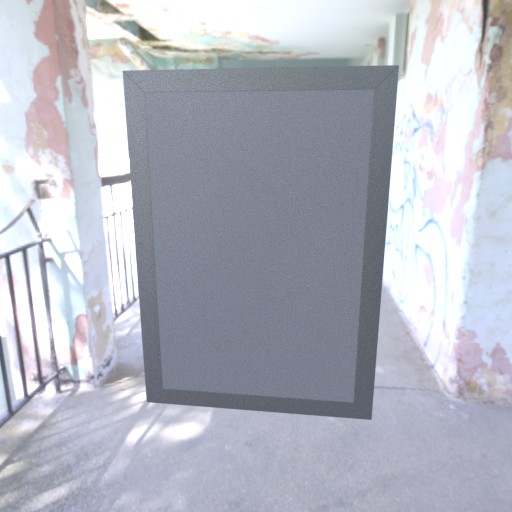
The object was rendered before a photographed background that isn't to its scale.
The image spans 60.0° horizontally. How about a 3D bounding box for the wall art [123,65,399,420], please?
[{"bbox_3d":[0.000,0.000,0.673,0.376,0.529,0.013,2,15,7],"label":"wall art"}]
